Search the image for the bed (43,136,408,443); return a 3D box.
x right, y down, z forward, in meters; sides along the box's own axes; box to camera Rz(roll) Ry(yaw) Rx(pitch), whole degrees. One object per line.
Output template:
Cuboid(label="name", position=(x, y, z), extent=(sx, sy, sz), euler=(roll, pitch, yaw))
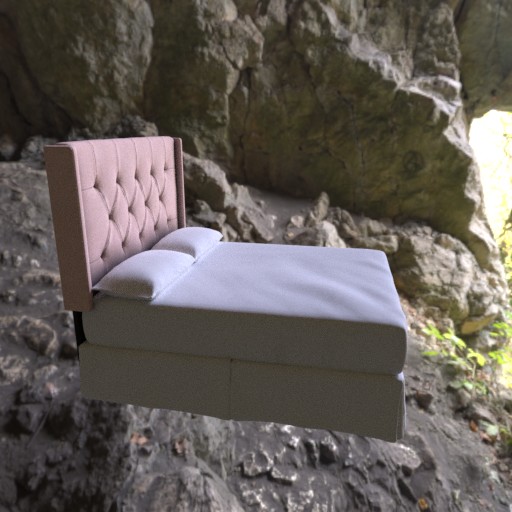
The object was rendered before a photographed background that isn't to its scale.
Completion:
Cuboid(label="bed", position=(0.000, 0.000, 3.255), extent=(2.066, 1.665, 1.719), euler=(3, 17, 11))
